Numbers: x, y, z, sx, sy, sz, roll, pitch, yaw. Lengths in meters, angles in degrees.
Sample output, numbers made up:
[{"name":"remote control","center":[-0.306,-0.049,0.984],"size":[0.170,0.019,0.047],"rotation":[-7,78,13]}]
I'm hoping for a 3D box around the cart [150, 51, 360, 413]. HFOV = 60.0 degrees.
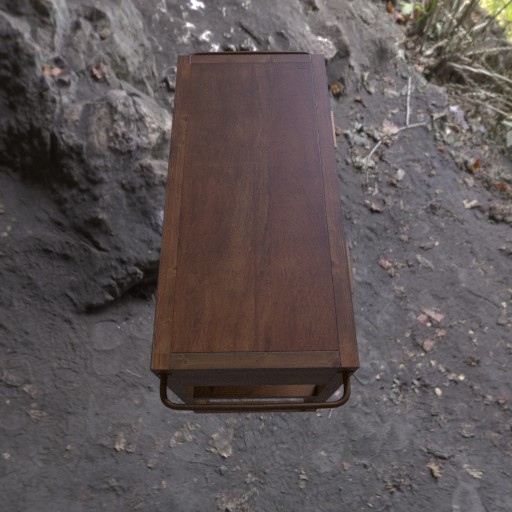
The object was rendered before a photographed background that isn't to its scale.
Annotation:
[{"name":"cart","center":[0.000,0.000,1.477],"size":[0.445,0.830,1.065],"rotation":[-1,64,0]}]
